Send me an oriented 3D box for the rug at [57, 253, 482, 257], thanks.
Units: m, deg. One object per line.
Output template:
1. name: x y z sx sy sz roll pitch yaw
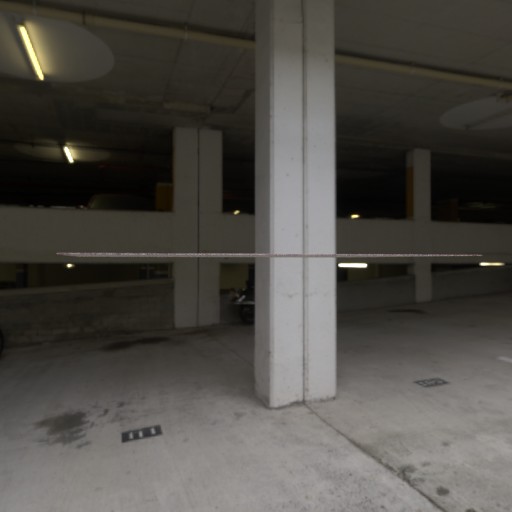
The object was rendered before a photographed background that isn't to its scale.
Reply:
1. rug: 0.000 0.000 2.365 1.829 0.005 1.219 0 -1 -18
